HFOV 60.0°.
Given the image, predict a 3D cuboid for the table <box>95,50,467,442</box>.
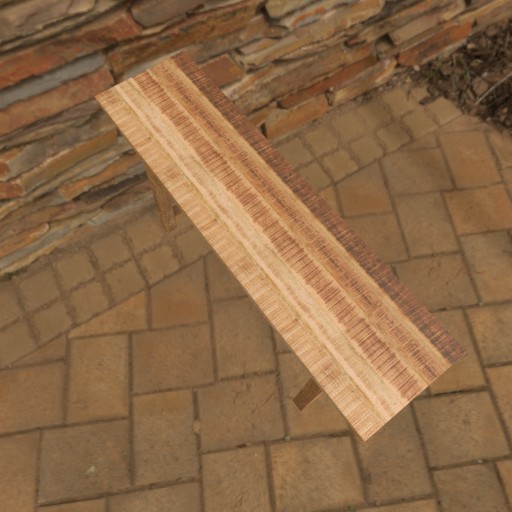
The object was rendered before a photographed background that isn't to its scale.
[{"bbox_3d":[0.000,0.000,1.868,0.405,0.810,1.524,-34,70,-14],"label":"table"}]
